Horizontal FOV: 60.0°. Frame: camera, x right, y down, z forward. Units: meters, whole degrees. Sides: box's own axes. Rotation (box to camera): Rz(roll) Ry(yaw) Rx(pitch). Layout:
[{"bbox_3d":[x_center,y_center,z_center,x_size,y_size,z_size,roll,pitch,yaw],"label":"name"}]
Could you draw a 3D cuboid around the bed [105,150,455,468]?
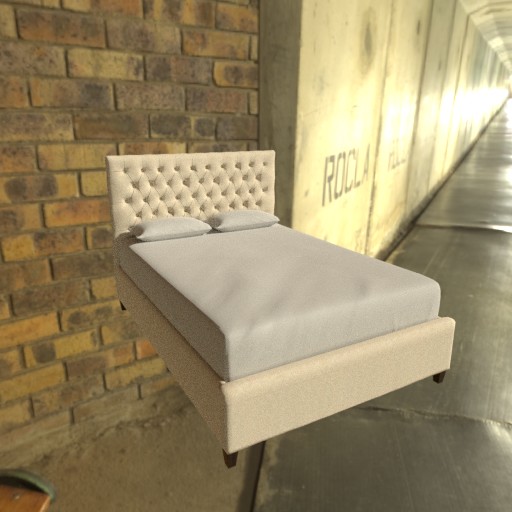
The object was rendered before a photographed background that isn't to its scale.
[{"bbox_3d":[0.000,0.000,3.413,1.698,1.427,2.387,-9,19,-28],"label":"bed"}]
